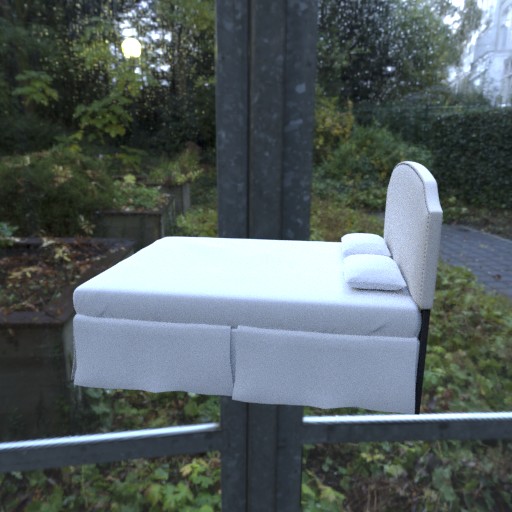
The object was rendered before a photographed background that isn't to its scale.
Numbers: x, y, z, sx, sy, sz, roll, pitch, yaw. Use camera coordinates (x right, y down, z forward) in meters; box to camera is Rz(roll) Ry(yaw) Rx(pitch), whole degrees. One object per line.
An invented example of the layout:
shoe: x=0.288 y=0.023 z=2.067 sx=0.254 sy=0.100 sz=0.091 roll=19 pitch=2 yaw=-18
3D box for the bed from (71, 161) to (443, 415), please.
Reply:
bed: x=0.000 y=0.000 z=3.022 sx=1.999 sy=1.270 sz=1.558 roll=2 pitch=15 yaw=9
